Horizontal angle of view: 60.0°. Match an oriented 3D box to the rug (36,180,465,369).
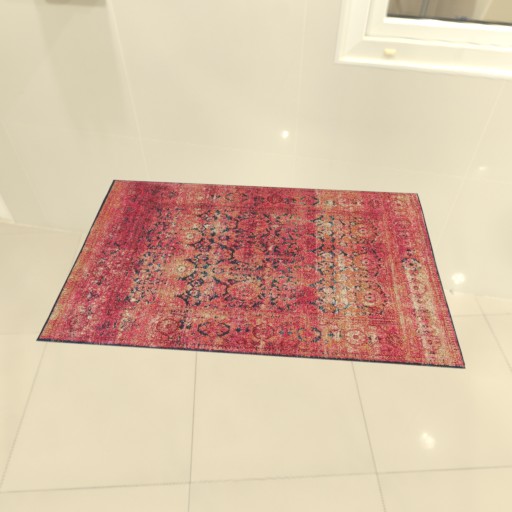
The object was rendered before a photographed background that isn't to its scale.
[{"bbox_3d":[0.000,0.000,3.026,2.449,0.018,1.539,3,46,3],"label":"rug"}]
